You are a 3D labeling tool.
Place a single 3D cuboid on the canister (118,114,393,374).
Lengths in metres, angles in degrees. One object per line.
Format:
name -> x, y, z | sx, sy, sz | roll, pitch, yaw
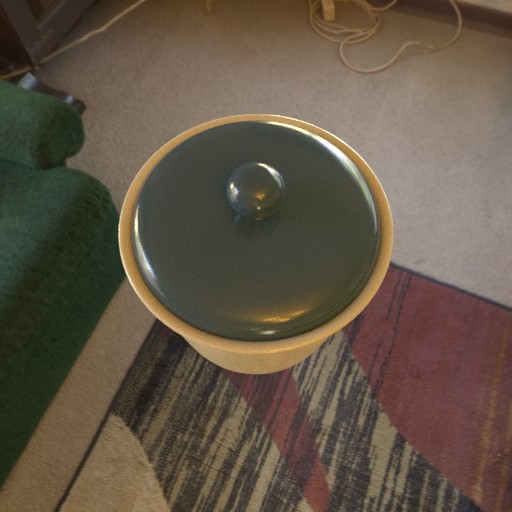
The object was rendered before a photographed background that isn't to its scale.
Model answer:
canister -> 0.000, 0.000, 0.348 | 0.182, 0.208, 0.182 | 0, 64, 0
